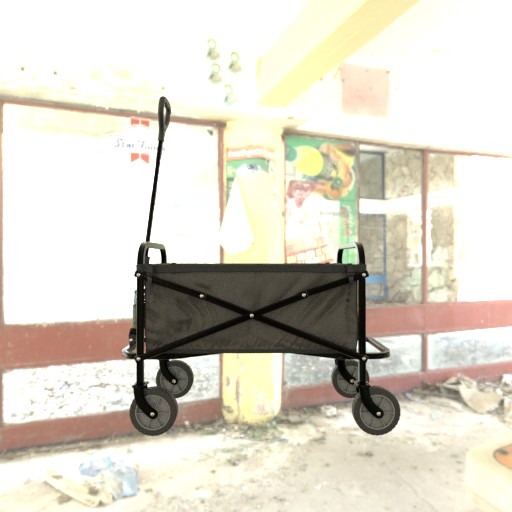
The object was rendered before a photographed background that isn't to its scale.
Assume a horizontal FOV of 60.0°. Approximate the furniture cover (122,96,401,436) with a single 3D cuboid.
[{"bbox_3d":[0.000,0.000,1.827,1.038,1.295,0.532,0,0,0],"label":"furniture cover"}]
